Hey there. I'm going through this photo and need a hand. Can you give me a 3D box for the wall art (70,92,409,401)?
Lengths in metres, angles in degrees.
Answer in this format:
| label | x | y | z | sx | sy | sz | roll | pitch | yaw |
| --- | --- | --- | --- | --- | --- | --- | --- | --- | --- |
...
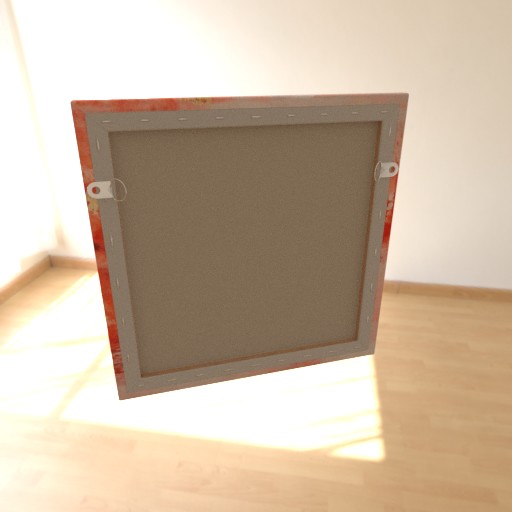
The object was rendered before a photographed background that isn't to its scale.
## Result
| label | x | y | z | sx | sy | sz | roll | pitch | yaw |
| --- | --- | --- | --- | --- | --- | --- | --- | --- | --- |
| wall art | 0.000 | 0.000 | 1.294 | 0.878 | 0.878 | 0.066 | -7 | 25 | -14 |
